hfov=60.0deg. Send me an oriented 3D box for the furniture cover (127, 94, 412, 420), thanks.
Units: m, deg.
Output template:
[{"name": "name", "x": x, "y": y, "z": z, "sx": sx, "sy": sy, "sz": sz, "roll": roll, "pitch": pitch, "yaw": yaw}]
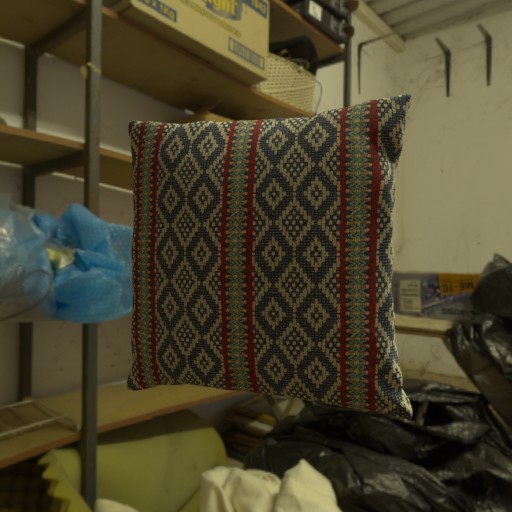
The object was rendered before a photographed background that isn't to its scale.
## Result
[{"name": "furniture cover", "x": 0.000, "y": 0.000, "z": 0.648, "sx": 0.431, "sy": 0.431, "sz": 0.139, "roll": 0, "pitch": 0, "yaw": 17}]
